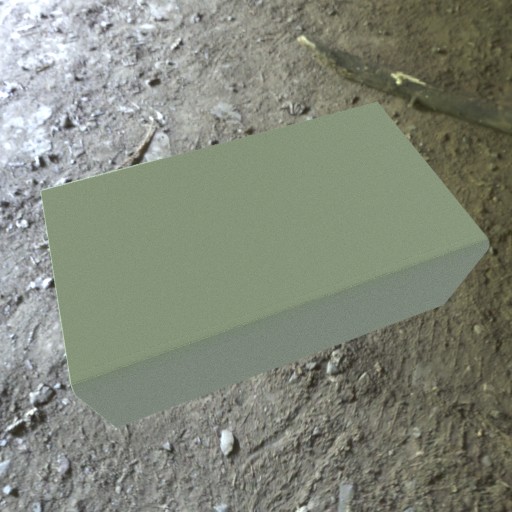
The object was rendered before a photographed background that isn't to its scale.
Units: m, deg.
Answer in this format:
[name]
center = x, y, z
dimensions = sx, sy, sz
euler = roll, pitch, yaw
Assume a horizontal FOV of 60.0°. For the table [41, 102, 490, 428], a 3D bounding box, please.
[table]
center = 0.000, 0.000, 1.412
dimensions = 1.097, 0.442, 0.639
euler = -18, 59, -11
